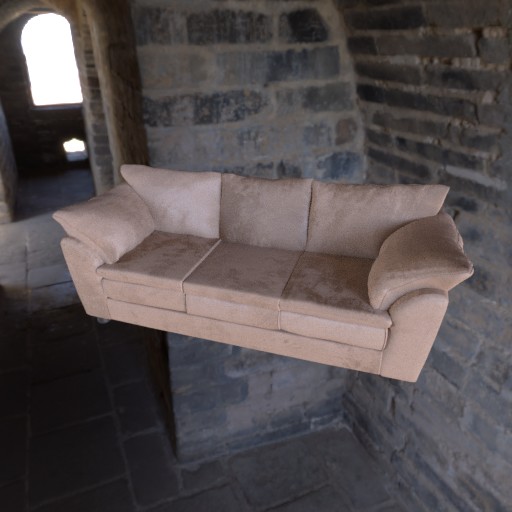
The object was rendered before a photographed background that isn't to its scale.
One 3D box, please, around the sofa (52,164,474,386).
[{"bbox_3d":[0.000,0.000,2.824,2.377,0.981,0.893,8,26,17],"label":"sofa"}]
